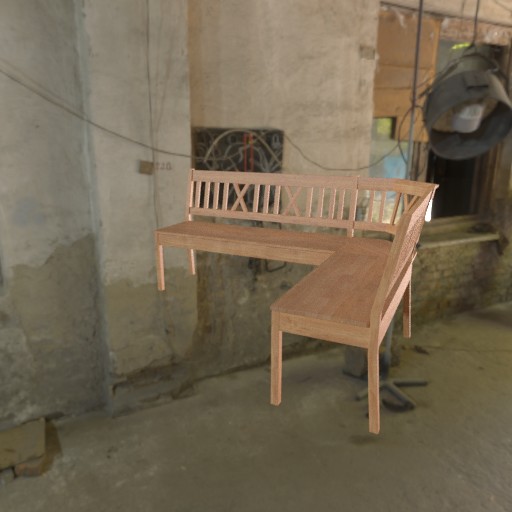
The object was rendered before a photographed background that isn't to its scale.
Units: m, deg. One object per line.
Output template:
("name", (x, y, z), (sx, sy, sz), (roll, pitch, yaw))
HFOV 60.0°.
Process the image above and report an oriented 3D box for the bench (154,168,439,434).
("bench", (0.000, 0.000, 2.732), (1.937, 0.902, 1.537), (7, 17, 25))
